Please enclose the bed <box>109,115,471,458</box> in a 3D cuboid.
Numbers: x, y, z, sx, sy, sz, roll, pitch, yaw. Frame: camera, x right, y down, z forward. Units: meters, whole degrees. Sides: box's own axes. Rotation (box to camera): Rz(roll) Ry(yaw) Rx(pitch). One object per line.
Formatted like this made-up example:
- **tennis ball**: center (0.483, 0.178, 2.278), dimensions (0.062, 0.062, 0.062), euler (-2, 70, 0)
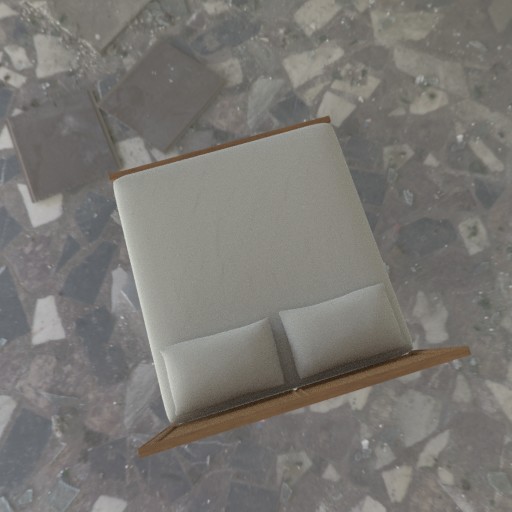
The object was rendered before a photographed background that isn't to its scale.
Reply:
- **bed**: center (0.000, 0.000, 3.464), dimensions (2.003, 1.387, 2.184), euler (-16, 77, -4)
